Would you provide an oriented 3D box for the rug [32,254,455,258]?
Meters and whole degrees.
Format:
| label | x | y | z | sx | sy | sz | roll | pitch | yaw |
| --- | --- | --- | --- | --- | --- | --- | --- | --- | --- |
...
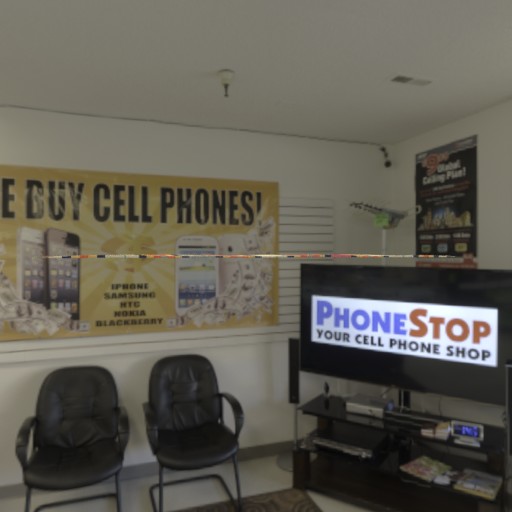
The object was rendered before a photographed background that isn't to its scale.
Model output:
| label | x | y | z | sx | sy | sz | roll | pitch | yaw |
| --- | --- | --- | --- | --- | --- | --- | --- | --- | --- |
| rug | 0.000 | 0.000 | 2.789 | 2.455 | 0.017 | 0.695 | 0 | 0 | -17 |
